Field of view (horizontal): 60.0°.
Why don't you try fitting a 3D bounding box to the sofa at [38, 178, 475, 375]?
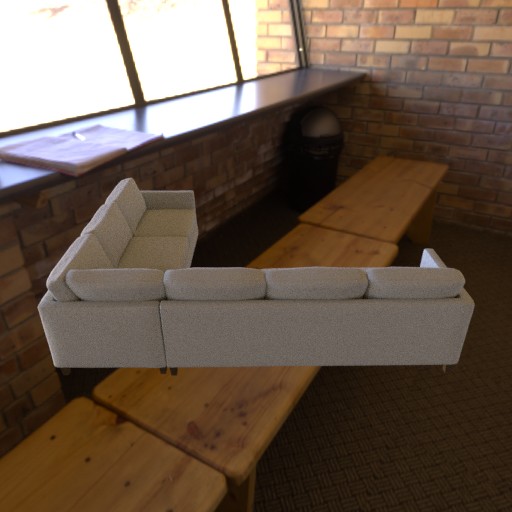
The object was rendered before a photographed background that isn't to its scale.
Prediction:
[{"bbox_3d":[0.000,0.000,4.506,3.333,0.934,2.522,0,29,-1],"label":"sofa"}]
